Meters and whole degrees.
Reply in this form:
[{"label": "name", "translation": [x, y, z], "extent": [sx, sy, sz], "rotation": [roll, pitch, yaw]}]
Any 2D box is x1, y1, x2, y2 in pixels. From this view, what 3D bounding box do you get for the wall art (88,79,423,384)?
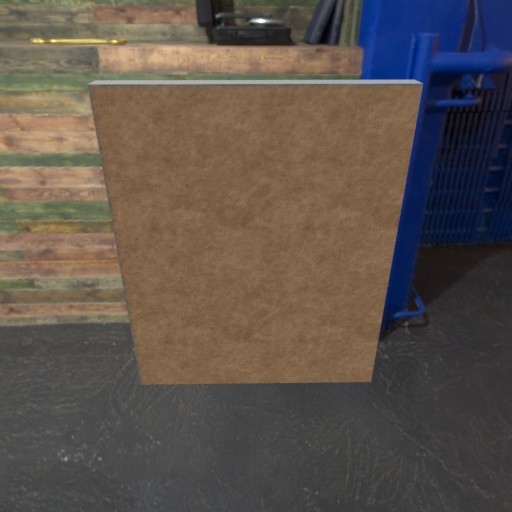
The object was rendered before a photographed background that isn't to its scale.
[{"label": "wall art", "translation": [0.000, 0.000, 0.750], "extent": [0.453, 0.554, 0.037], "rotation": [0, 30, -1]}]
